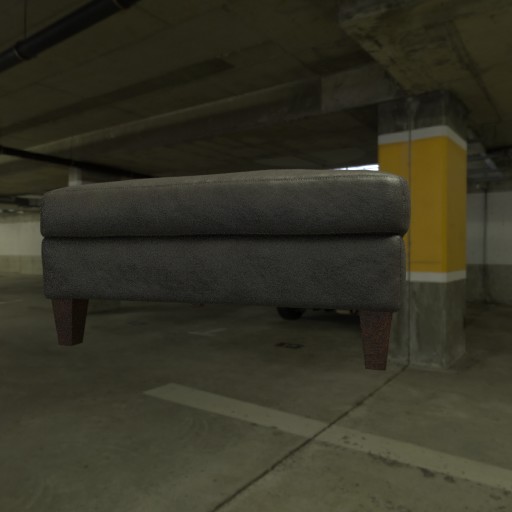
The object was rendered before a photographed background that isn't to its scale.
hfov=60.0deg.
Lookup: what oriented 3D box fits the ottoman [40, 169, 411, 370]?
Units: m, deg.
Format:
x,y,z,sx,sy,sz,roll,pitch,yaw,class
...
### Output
x,y,z,sx,sy,sz,roll,pitch,yaw,class
0.000,0.000,1.299,0.836,0.415,0.844,0,1,17,ottoman
